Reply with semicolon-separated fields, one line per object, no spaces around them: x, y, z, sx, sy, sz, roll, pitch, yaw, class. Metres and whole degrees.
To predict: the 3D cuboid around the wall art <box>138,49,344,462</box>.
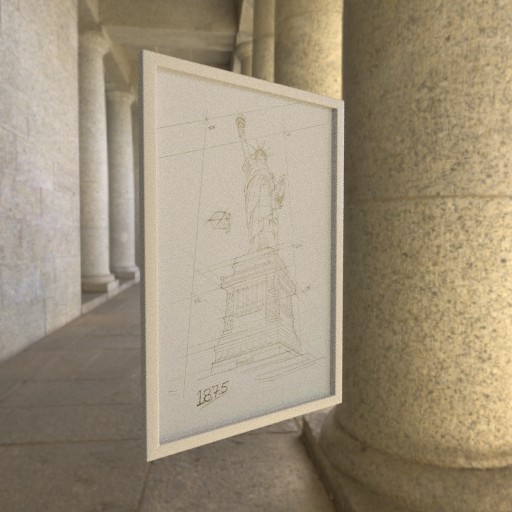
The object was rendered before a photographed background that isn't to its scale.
0.000;0.000;1.041;0.556;0.813;0.026;-2;3;-35;wall art
